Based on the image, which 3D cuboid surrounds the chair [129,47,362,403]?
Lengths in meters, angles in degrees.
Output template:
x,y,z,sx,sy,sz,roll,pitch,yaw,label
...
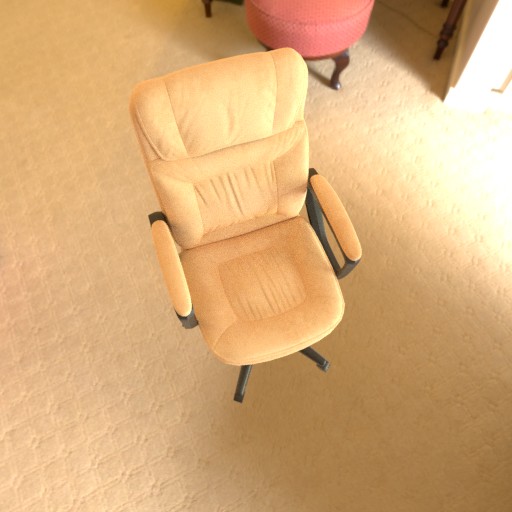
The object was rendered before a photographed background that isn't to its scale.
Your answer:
x,y,z,sx,sy,sz,roll,pitch,yaw,label
0.000,0.000,1.537,0.667,1.105,0.724,-17,64,-9,chair
